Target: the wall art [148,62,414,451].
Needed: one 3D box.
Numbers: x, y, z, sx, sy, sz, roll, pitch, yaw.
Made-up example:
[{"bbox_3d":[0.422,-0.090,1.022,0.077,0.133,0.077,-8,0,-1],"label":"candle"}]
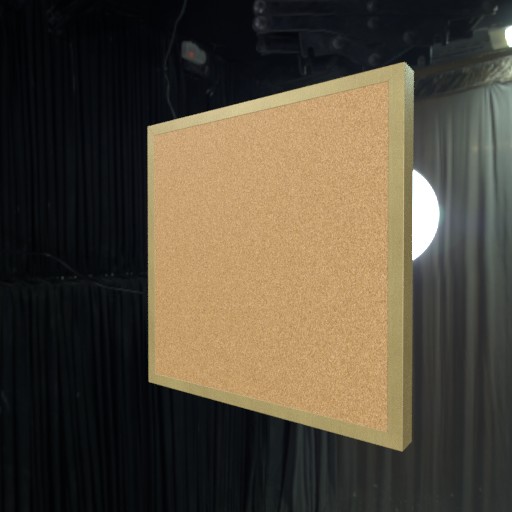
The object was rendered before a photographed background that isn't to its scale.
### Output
[{"bbox_3d":[0.000,0.000,0.743,0.508,0.508,0.038,1,1,37],"label":"wall art"}]
